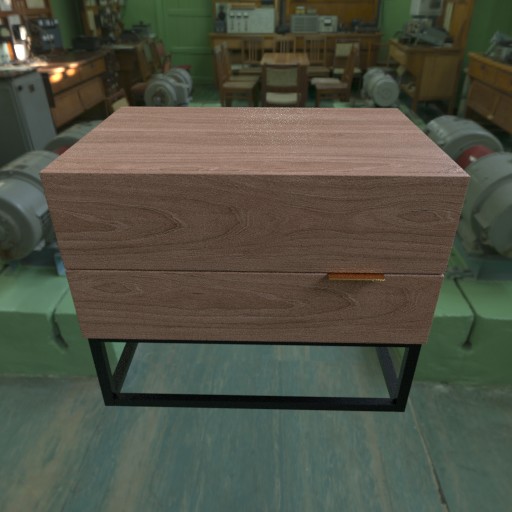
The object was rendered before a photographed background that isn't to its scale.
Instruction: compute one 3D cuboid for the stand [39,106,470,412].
[{"bbox_3d":[0.000,0.000,0.911,0.600,0.500,0.420,1,31,1],"label":"stand"}]
